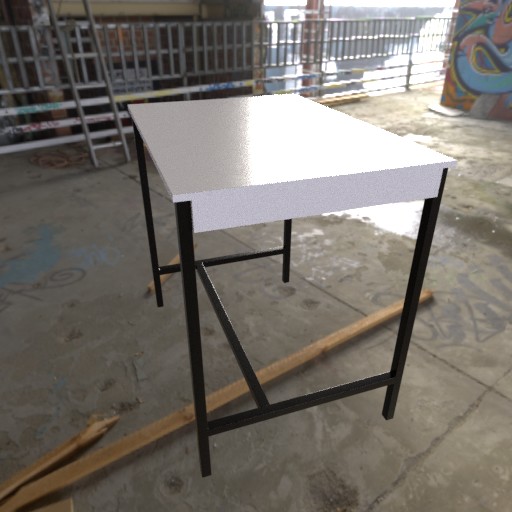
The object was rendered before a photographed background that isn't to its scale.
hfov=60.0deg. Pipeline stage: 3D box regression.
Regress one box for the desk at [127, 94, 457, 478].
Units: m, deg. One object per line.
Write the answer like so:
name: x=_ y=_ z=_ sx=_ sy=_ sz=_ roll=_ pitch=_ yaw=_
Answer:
desk: x=0.000 y=0.000 z=1.328 sx=0.573 sy=0.766 sz=0.811 roll=-10 pitch=31 yaw=-17
